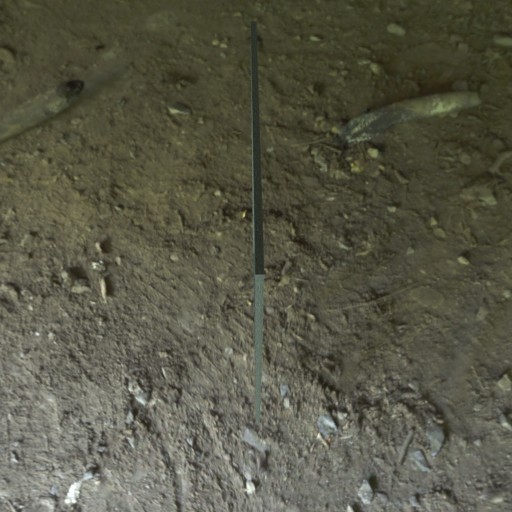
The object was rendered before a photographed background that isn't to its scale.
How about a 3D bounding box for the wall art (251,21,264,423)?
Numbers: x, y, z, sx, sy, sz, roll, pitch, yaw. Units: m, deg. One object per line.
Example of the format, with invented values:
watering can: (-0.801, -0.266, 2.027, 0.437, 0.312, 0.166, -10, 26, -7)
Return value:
wall art: (0.000, 0.000, 1.463, 0.016, 1.116, 0.810, -1, 57, -1)
